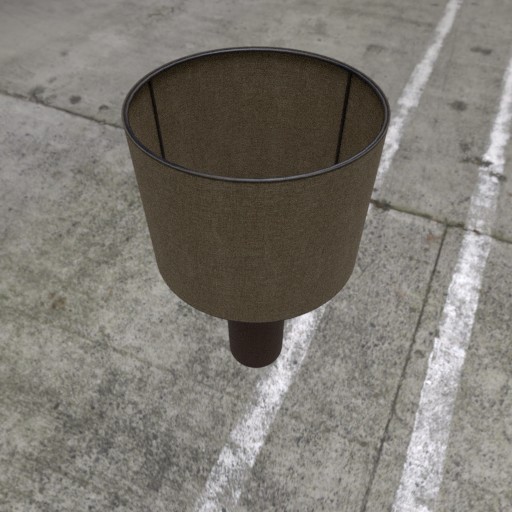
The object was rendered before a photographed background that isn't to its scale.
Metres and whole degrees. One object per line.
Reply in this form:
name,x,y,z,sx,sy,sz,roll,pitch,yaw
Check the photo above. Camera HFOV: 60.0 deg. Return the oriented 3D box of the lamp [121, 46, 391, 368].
lamp,0.000,0.000,0.466,0.202,0.350,0.202,0,47,0
